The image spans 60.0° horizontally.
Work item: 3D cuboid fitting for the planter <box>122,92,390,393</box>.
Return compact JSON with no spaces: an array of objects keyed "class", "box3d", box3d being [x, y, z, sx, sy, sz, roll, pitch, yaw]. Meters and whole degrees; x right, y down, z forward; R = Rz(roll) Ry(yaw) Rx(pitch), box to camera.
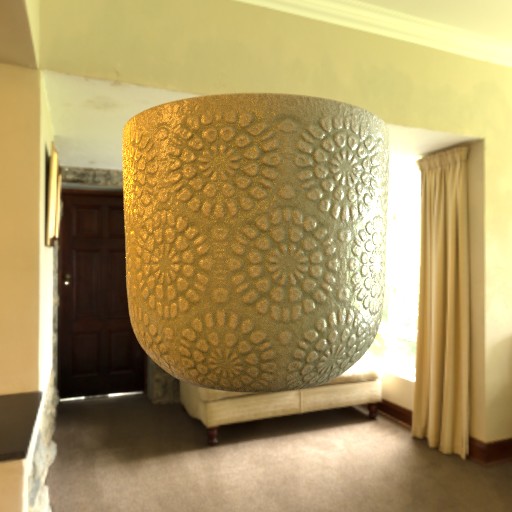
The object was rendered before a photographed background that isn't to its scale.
[{"class":"planter","box3d":[0.000,0.000,0.292,0.169,0.153,0.169,0,-1,0]}]
